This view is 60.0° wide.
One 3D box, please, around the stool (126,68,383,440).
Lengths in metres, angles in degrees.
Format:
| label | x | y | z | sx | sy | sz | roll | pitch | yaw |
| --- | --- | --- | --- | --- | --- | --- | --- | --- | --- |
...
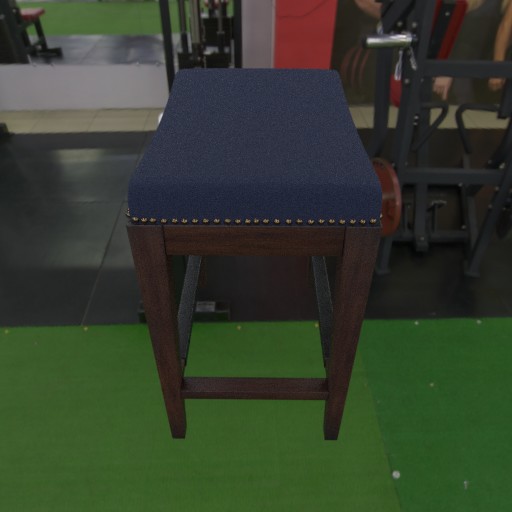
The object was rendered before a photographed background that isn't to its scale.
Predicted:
| label | x | y | z | sx | sy | sz | roll | pitch | yaw |
| --- | --- | --- | --- | --- | --- | --- | --- | --- | --- |
| stool | 0.000 | 0.000 | 0.952 | 0.361 | 0.642 | 0.500 | 0 | 41 | 0 |
